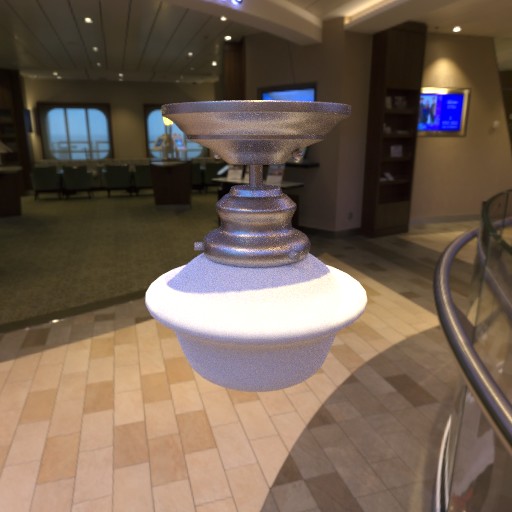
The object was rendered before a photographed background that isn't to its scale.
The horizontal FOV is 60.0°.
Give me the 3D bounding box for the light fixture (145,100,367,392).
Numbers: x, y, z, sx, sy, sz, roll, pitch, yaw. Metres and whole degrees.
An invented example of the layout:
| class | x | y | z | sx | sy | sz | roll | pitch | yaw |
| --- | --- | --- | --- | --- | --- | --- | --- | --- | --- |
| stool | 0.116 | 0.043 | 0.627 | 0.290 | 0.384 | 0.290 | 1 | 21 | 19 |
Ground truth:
| class | x | y | z | sx | sy | sz | roll | pitch | yaw |
| --- | --- | --- | --- | --- | --- | --- | --- | --- | --- |
| light fixture | 0.000 | 0.000 | 0.398 | 0.199 | 0.254 | 0.199 | 0 | 15 | 0 |
